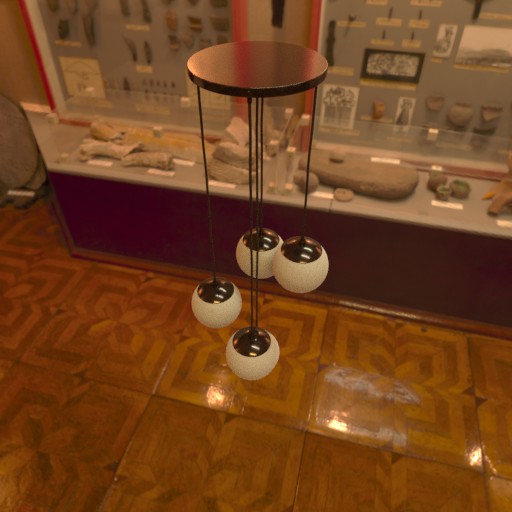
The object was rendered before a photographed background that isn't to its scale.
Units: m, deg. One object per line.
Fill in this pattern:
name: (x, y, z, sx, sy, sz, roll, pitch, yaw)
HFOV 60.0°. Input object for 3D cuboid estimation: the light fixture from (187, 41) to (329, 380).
light fixture: (0.000, 0.000, 1.508, 0.489, 1.271, 0.484, 11, 42, 12)
